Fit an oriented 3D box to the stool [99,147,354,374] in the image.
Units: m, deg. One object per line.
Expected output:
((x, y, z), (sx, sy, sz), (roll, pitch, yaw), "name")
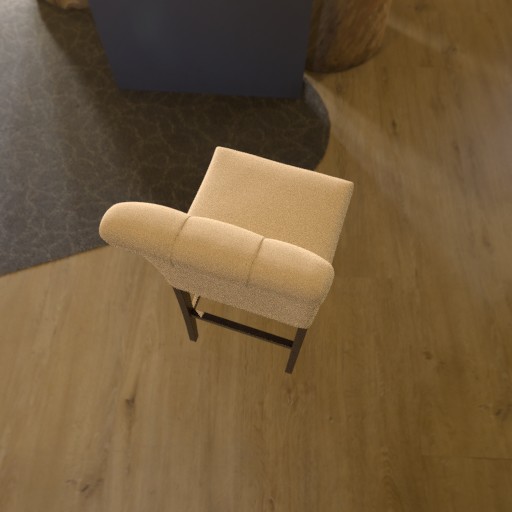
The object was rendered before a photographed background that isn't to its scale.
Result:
((0.000, 0.000, 1.451), (0.482, 1.118, 0.610), (17, 66, 8), "stool")
